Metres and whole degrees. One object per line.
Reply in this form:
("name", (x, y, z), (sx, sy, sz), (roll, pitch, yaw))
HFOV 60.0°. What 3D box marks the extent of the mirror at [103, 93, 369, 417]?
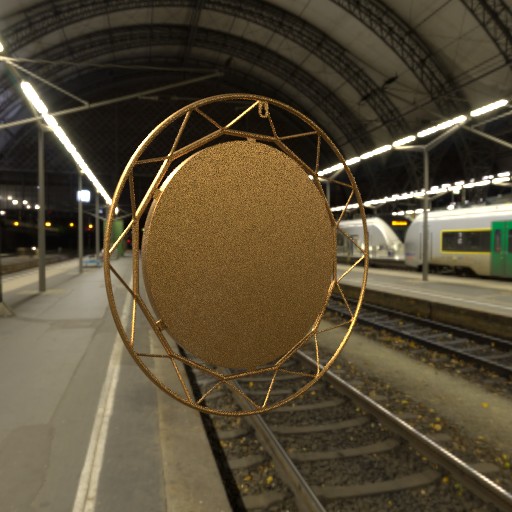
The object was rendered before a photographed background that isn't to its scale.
("mirror", (0.000, 0.000, 0.651), (0.454, 0.454, 0.043), (-1, 2, -36))
